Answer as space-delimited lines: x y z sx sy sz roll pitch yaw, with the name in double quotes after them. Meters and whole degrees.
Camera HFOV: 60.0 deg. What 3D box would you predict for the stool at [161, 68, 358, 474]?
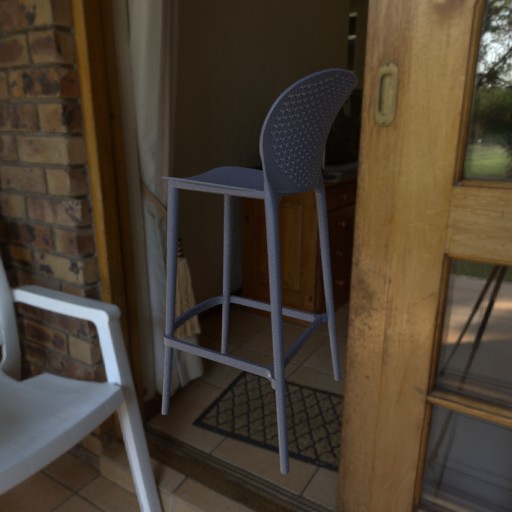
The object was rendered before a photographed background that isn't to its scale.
0.000 0.000 1.380 0.535 1.045 0.536 8 18 25 "stool"
